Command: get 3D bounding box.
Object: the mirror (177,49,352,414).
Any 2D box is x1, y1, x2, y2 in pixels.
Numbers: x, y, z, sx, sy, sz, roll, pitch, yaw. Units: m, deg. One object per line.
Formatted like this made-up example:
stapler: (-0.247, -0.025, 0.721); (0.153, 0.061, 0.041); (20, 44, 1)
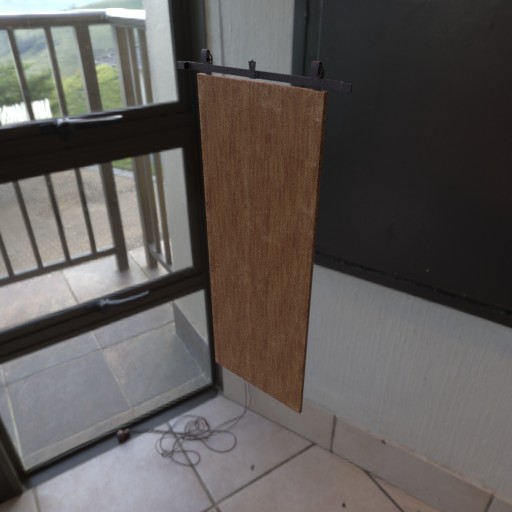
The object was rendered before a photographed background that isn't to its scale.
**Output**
mirror: (0.000, 0.000, 2.154); (0.847, 1.793, 0.042); (23, 38, 32)
